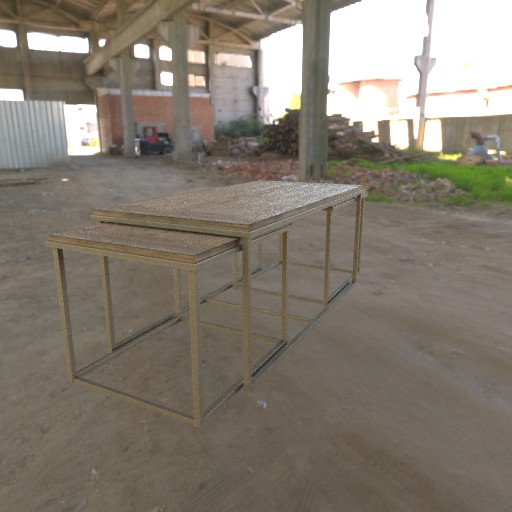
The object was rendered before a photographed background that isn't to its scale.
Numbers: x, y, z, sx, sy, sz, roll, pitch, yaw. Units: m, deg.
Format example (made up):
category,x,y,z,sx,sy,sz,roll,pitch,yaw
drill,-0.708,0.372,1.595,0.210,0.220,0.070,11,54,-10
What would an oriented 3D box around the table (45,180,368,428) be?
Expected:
category,x,y,z,sx,sy,sz,roll,pitch,yaw
table,0.000,0.000,1.551,0.489,0.427,1.312,8,17,27
